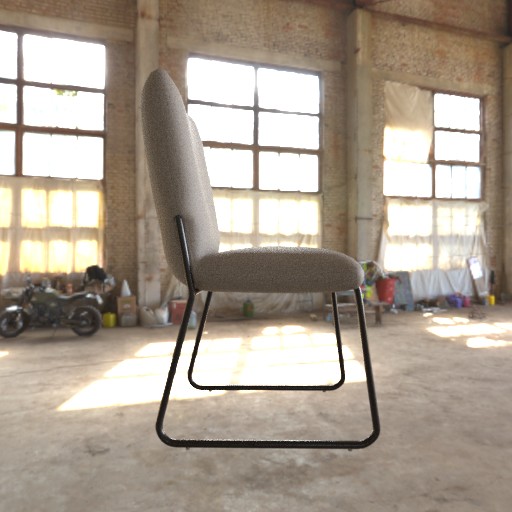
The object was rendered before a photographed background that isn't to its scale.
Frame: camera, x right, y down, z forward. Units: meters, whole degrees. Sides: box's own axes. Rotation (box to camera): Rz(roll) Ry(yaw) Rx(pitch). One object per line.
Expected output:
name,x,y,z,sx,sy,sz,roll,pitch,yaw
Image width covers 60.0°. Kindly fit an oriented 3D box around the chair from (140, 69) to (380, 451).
chair,0.000,0.000,1.197,0.560,0.864,0.448,0,0,1
